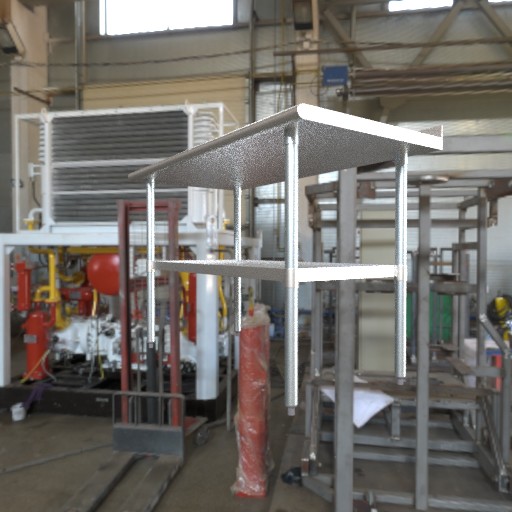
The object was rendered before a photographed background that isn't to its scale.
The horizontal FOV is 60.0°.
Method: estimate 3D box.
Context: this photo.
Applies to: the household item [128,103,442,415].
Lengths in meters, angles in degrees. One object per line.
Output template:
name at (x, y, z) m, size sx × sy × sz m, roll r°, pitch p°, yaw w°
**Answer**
household item at (0.000, 0.000, 1.756) m, size 0.610 × 0.851 × 1.219 m, roll -1°, pitch 1°, yaw -35°
